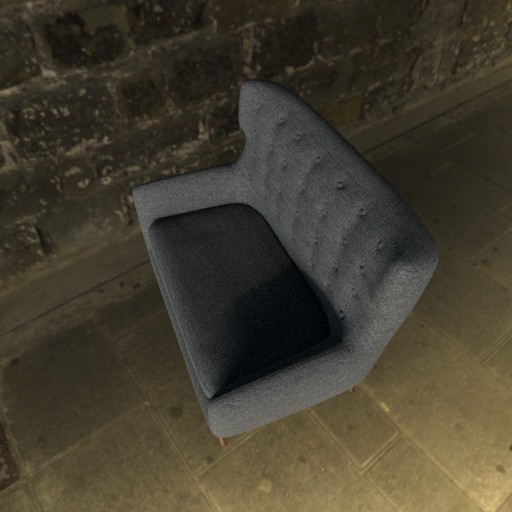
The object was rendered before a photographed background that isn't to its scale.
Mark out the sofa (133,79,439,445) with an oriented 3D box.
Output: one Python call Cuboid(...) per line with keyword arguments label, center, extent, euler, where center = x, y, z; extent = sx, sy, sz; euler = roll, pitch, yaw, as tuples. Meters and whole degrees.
Cuboid(label="sofa", center=(0.000, 0.000, 2.036), extent=(0.874, 1.028, 1.358), euler=(-17, 49, -15))
